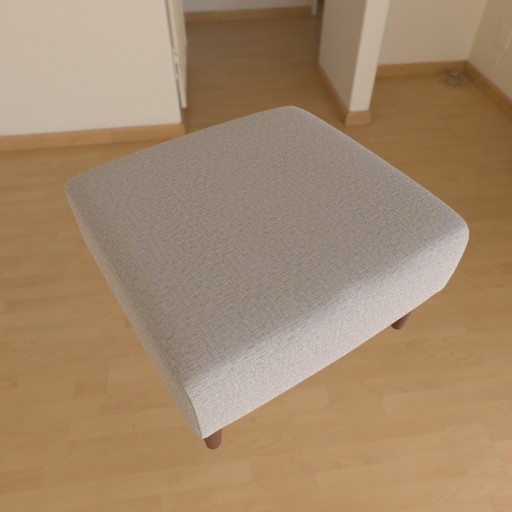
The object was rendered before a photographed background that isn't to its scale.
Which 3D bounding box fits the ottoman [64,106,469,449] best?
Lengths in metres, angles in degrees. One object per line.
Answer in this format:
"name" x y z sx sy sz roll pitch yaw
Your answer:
"ottoman" 0.000 0.000 1.059 0.655 0.399 0.648 -25 51 -22
